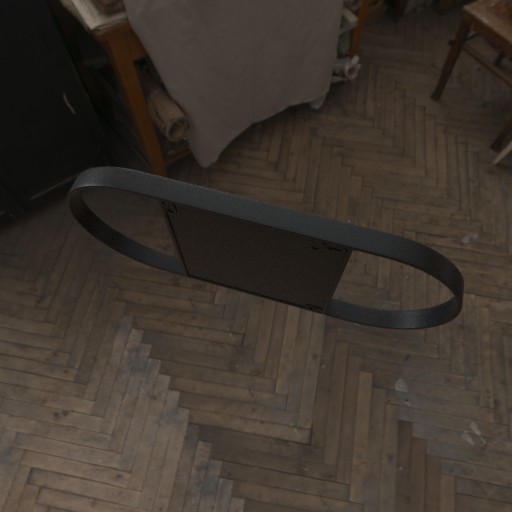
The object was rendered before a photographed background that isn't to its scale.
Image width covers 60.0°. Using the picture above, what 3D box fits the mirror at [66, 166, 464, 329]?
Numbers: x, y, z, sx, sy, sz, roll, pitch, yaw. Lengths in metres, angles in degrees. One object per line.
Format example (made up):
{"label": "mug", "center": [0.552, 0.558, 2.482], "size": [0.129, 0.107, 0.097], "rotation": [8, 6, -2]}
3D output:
{"label": "mirror", "center": [0.000, 0.000, 0.657], "size": [0.584, 0.254, 0.032], "rotation": [15, 65, 7]}
